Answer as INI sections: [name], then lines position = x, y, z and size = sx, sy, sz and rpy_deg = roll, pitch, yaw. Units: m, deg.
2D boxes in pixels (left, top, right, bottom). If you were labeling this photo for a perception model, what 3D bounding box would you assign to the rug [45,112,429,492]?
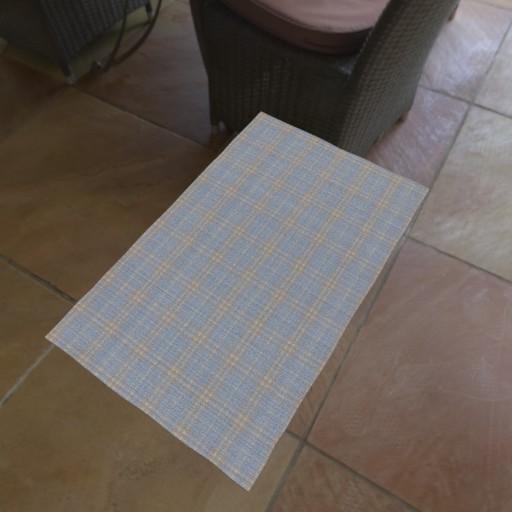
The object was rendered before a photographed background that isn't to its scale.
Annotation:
[rug]
position = 0.000, 0.000, 3.067
size = 1.545, 0.016, 2.460
rpy_deg = 30, 64, 17
